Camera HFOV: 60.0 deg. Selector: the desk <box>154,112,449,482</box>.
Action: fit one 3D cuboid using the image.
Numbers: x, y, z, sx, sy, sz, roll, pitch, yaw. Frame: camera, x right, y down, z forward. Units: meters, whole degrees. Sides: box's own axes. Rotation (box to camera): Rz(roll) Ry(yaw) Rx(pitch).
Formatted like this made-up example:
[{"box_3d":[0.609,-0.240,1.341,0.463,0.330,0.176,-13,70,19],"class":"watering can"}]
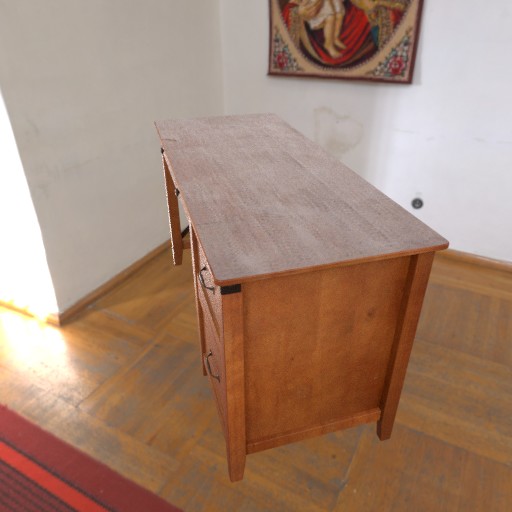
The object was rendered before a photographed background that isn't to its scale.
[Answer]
[{"box_3d":[0.000,0.000,1.731,0.574,0.756,1.353,-9,32,-14],"class":"desk"}]
